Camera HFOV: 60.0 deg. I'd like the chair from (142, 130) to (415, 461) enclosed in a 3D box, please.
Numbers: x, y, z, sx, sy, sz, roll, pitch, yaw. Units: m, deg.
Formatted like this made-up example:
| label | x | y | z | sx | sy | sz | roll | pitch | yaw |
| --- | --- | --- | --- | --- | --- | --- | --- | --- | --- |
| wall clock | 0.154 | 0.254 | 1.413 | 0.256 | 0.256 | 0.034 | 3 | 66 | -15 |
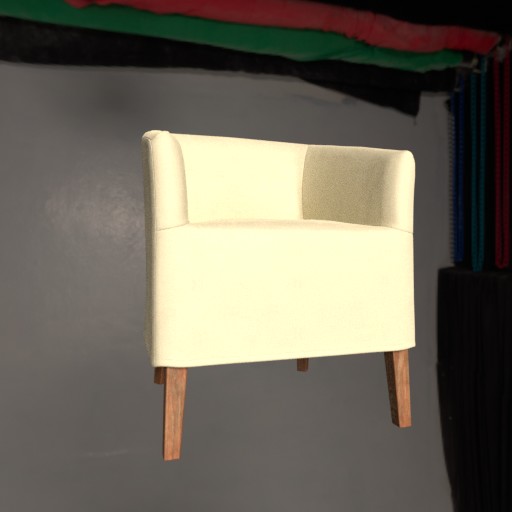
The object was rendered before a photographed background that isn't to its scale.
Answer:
| label | x | y | z | sx | sy | sz | roll | pitch | yaw |
| --- | --- | --- | --- | --- | --- | --- | --- | --- | --- |
| chair | 0.000 | 0.000 | 1.280 | 0.643 | 0.822 | 0.657 | 0 | 1 | -18 |
